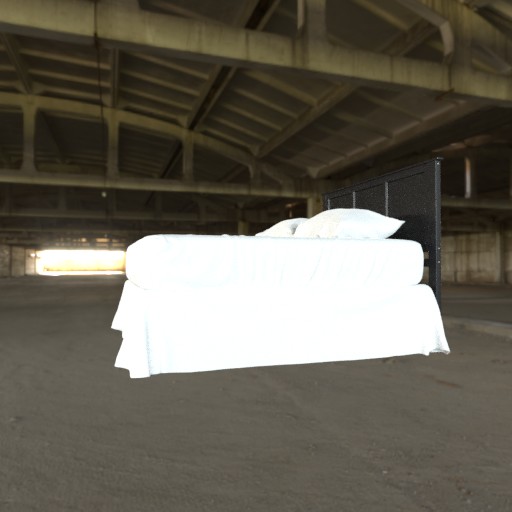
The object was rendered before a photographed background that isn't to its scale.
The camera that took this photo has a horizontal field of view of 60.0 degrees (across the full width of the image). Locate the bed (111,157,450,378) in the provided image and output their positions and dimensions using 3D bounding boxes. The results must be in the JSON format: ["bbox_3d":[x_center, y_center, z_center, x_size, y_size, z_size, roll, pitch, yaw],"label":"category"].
[{"bbox_3d":[0.000,0.000,3.337,2.050,1.270,1.870,0,-1,-19],"label":"bed"}]
